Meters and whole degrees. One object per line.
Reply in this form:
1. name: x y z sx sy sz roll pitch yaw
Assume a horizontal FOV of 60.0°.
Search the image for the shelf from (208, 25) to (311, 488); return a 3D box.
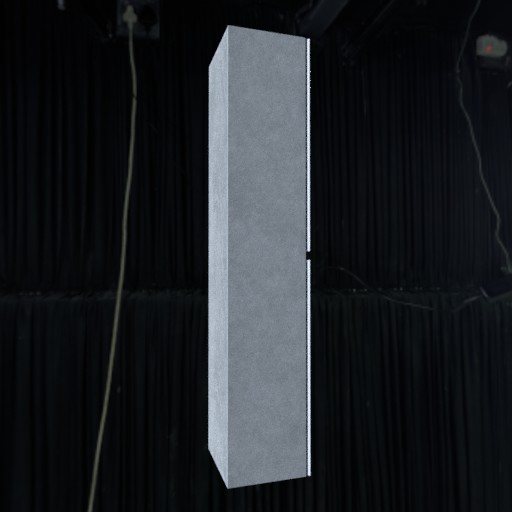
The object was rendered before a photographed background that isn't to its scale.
1. shelf: 0.000 0.000 1.523 0.270 1.400 0.300 0 -1 -17
